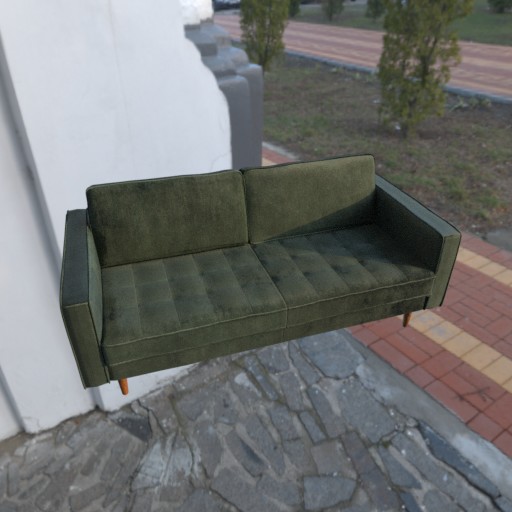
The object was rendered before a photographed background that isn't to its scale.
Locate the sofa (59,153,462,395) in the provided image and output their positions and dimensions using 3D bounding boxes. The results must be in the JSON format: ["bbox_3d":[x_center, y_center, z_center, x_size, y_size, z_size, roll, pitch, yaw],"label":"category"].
[{"bbox_3d":[0.000,0.000,2.289,1.816,0.781,0.886,-10,34,-15],"label":"sofa"}]
